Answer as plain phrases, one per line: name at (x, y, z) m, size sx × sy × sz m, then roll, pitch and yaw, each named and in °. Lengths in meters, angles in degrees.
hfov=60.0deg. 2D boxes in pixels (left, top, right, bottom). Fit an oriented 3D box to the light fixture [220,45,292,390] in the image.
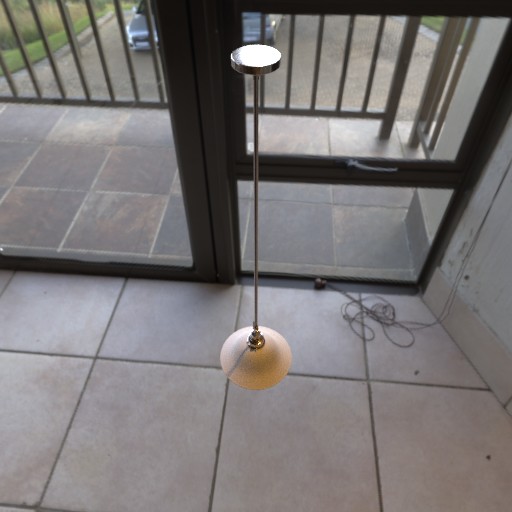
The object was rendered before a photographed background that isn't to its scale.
light fixture at (0.000, 0.000, 1.507) m, size 0.324 × 1.354 × 0.324 m, roll -10°, pitch 49°, yaw -9°
